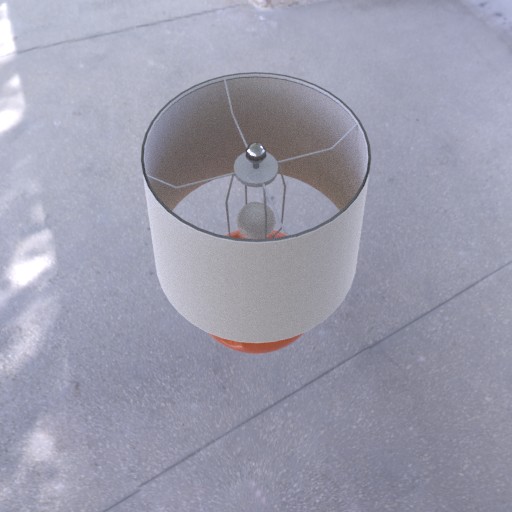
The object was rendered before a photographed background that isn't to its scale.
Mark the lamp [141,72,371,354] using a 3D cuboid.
[{"bbox_3d":[0.000,0.000,0.563,0.247,0.387,0.247,0,59,0],"label":"lamp"}]
